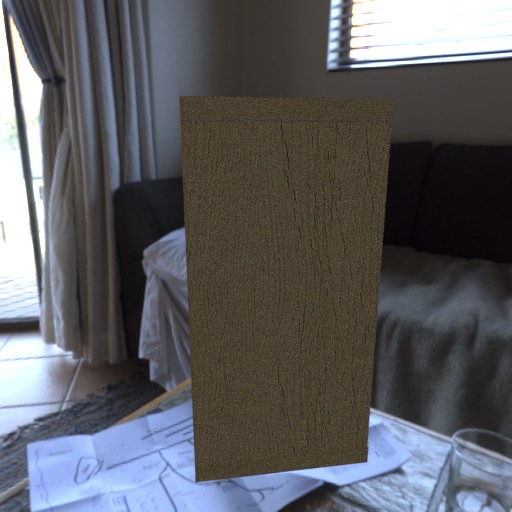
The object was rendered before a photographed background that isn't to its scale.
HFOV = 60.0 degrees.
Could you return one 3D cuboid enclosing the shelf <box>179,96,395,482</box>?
[{"bbox_3d":[0.000,0.000,1.261,0.390,0.786,0.790,-2,15,-9],"label":"shelf"}]
